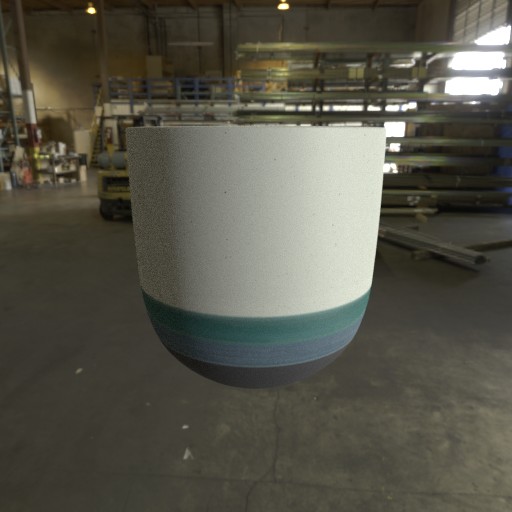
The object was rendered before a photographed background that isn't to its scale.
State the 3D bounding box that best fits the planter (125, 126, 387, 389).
[{"bbox_3d":[0.000,0.000,0.387,0.204,0.214,0.204,0,15,0],"label":"planter"}]
